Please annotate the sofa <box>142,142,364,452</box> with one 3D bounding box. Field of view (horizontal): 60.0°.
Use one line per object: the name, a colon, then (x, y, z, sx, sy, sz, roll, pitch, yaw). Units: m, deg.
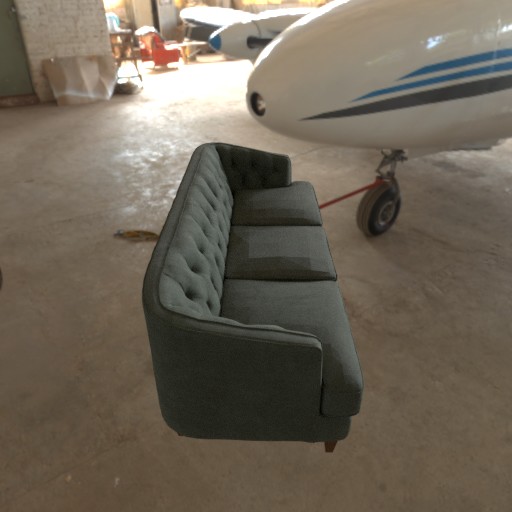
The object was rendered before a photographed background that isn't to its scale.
sofa: (0.000, 0.000, 2.776, 0.941, 0.855, 2.278, 0, 31, 0)
